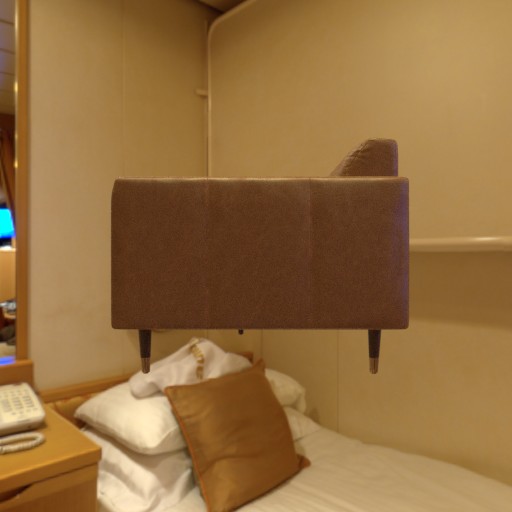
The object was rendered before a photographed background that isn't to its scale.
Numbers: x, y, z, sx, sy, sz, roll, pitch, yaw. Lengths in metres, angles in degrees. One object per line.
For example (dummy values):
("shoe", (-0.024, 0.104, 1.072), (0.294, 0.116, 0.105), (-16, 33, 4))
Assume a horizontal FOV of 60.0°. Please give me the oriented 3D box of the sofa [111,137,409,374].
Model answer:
("sofa", (0.000, 0.000, 2.312), (0.993, 0.821, 1.847), (0, 0, 0))
